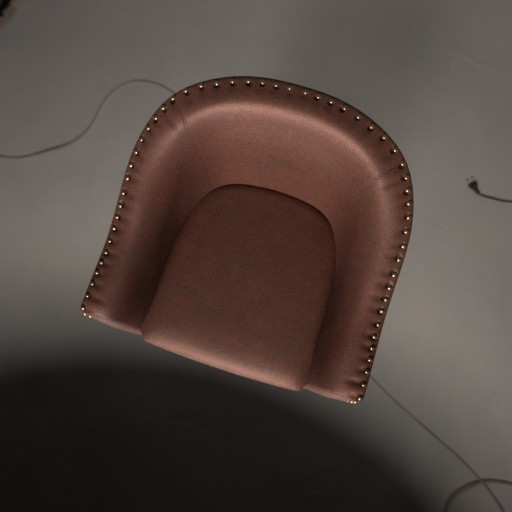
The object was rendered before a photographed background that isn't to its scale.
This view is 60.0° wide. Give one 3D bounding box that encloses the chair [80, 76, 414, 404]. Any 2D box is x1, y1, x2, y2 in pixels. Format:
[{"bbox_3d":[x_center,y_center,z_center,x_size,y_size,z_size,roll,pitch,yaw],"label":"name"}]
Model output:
[{"bbox_3d":[0.000,0.000,1.444,0.794,0.823,0.748,17,76,4],"label":"chair"}]
